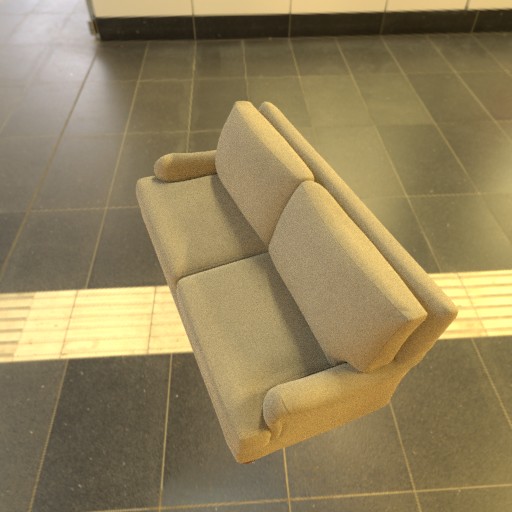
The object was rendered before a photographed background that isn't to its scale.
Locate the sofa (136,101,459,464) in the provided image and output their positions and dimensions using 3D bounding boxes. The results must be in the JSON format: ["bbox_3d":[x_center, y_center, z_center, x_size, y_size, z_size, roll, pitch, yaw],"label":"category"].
[{"bbox_3d":[0.000,0.000,2.701,1.091,0.997,2.070,-17,50,-15],"label":"sofa"}]
